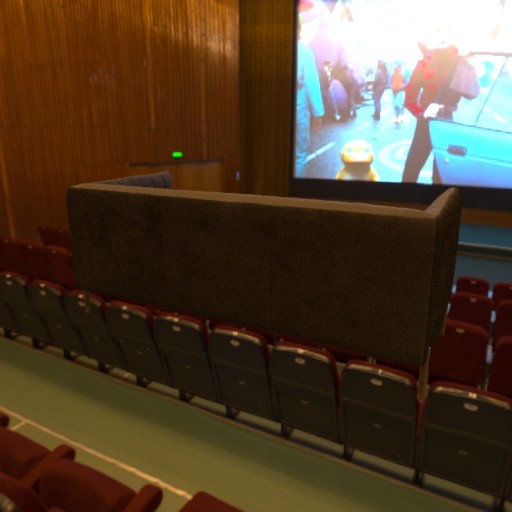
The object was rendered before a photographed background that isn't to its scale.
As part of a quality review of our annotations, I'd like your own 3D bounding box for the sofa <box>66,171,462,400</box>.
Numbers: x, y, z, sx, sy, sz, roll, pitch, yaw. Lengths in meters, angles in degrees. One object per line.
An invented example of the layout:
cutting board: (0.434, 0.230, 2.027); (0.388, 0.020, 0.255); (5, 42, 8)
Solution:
sofa: (0.000, 0.000, 2.439); (1.980, 0.780, 0.876); (8, 18, 27)
